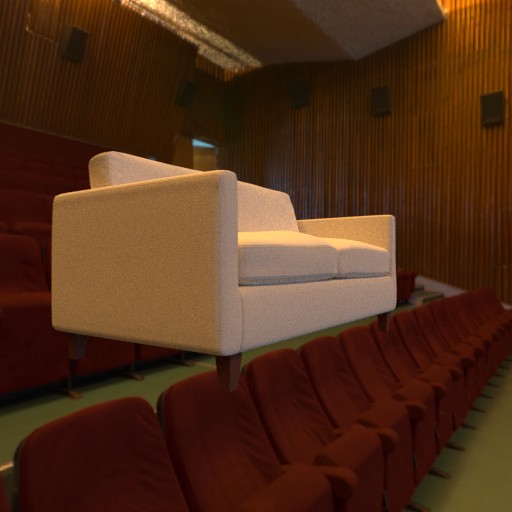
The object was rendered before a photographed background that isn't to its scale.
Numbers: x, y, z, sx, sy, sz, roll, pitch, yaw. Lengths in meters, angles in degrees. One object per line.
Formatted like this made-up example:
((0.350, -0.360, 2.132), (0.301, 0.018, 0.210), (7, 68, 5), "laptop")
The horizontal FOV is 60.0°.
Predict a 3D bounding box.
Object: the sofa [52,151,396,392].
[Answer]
((0.000, 0.000, 2.281), (0.964, 0.888, 1.702), (-1, -1, 35), "sofa")
